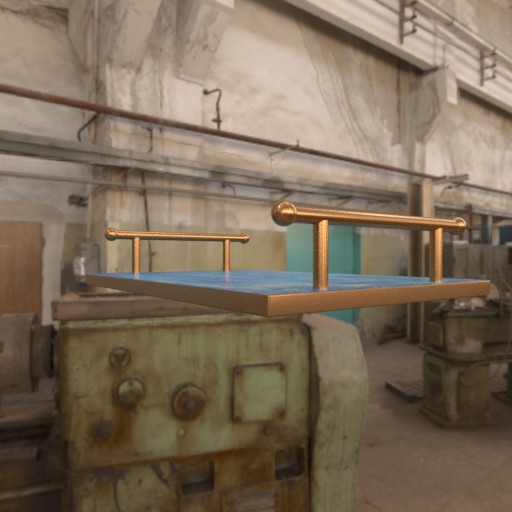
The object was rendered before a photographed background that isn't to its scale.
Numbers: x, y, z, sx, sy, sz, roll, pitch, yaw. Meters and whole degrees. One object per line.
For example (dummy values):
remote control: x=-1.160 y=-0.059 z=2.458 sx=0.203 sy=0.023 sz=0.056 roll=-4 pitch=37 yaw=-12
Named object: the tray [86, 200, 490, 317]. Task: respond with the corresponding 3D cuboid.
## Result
tray: x=0.000 y=0.000 z=0.568 sx=0.304 sy=0.084 sz=0.444 roll=0 pitch=0 yaw=-36
